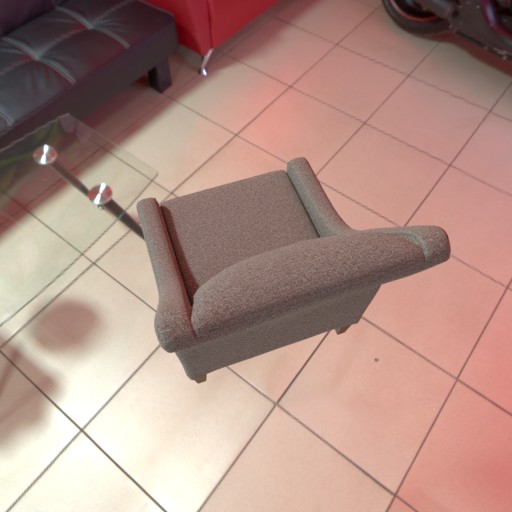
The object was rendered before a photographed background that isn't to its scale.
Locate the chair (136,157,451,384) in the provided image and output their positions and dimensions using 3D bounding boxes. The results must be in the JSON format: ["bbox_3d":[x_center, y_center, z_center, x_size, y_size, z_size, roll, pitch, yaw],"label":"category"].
[{"bbox_3d":[0.000,0.000,1.658,0.774,1.016,0.870,-17,60,-10],"label":"chair"}]
